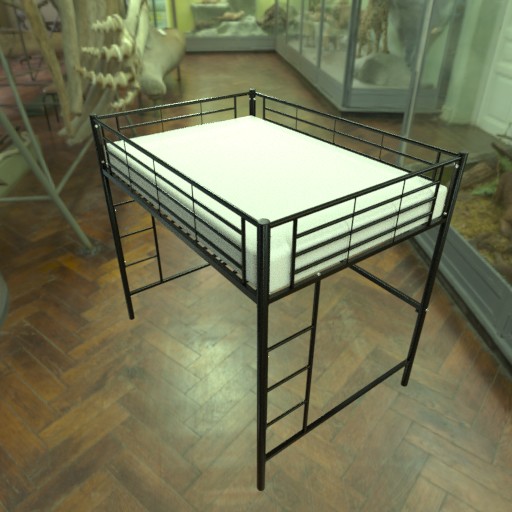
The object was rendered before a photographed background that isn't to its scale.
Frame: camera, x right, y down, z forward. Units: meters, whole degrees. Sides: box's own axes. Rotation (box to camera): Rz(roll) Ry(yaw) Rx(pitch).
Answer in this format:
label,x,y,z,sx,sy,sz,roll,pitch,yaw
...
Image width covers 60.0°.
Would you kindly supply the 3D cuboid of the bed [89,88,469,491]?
label,x,y,z,sx,sy,sz,roll,pitch,yaw
bed,0.000,0.000,3.182,1.397,1.803,1.994,-21,38,-30
